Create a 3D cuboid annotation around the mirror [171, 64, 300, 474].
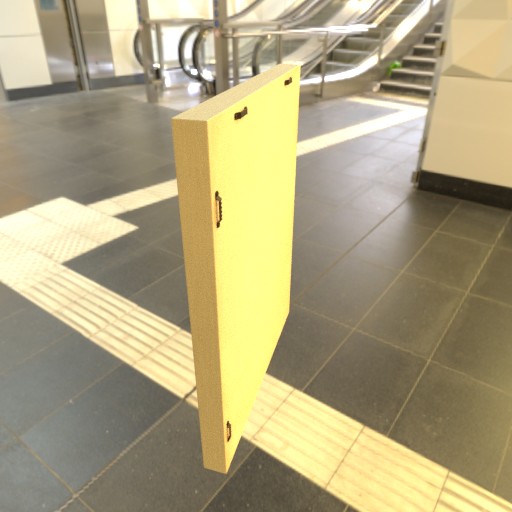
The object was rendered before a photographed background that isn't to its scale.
[{"bbox_3d":[0.000,0.000,0.693,0.041,0.509,0.406,9,31,14],"label":"mirror"}]
